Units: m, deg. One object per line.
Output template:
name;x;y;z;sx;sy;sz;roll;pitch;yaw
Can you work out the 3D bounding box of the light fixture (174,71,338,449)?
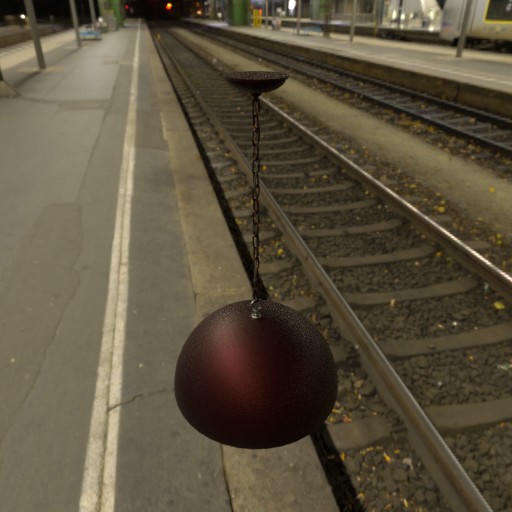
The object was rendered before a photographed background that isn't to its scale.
light fixture;0.000;0.000;1.142;0.492;0.869;0.492;-18;34;-29
